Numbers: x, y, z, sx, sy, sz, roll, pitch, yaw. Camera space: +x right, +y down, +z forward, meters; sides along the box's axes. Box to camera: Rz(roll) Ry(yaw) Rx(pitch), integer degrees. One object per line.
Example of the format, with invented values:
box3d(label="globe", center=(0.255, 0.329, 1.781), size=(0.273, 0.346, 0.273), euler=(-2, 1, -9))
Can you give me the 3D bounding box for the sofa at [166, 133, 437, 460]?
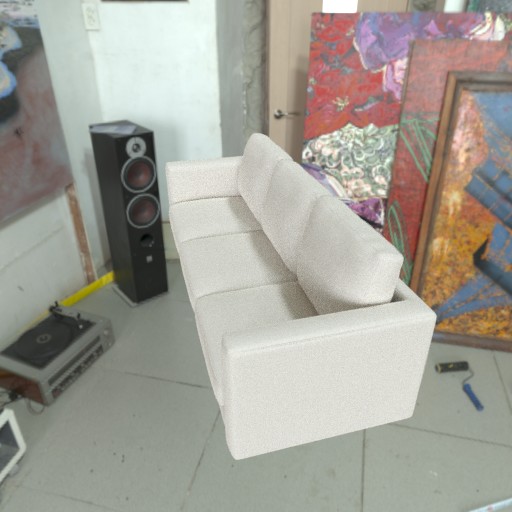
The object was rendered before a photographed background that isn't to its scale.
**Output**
box3d(label="sofa", center=(0.000, 0.000, 2.450), size=(0.802, 0.912, 2.029), euler=(-8, 31, -13))
